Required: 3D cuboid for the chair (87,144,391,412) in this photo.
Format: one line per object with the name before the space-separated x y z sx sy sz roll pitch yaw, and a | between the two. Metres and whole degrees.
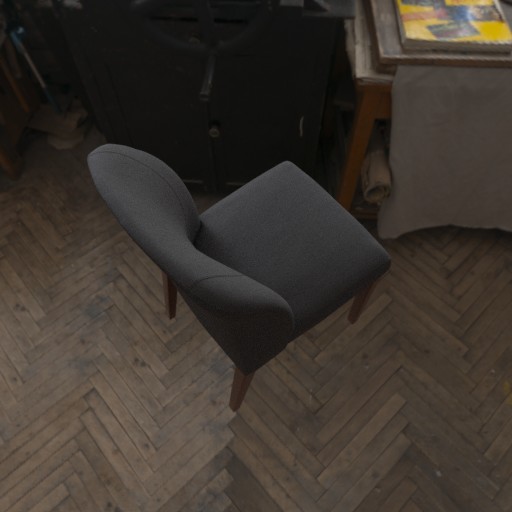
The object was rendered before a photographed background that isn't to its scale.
chair | 0.000 0.000 1.232 0.619 0.879 0.506 -32 63 -18
